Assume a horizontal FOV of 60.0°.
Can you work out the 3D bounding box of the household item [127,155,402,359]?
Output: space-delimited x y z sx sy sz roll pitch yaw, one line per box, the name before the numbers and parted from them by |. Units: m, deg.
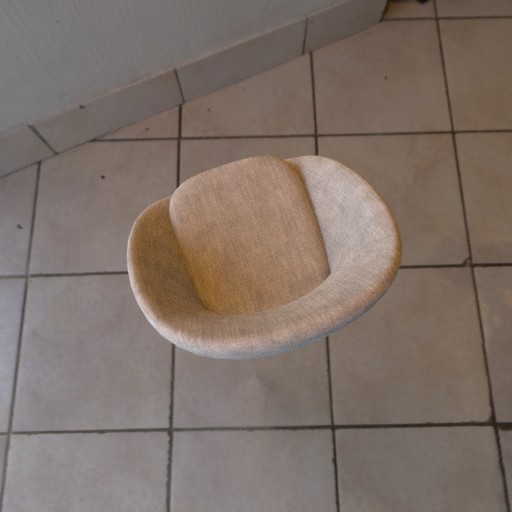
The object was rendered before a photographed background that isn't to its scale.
household item | 0.000 0.000 1.291 0.643 0.869 0.587 -19 76 -5
